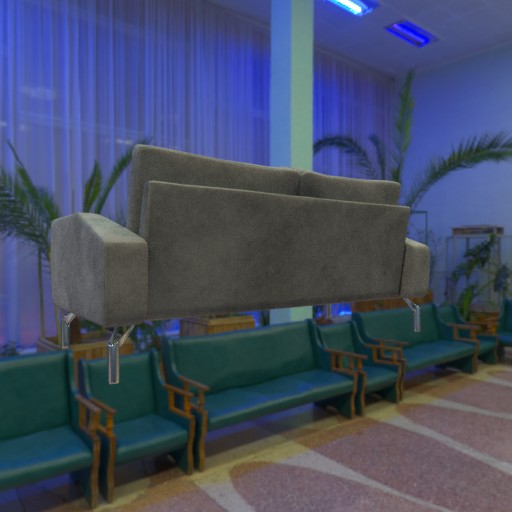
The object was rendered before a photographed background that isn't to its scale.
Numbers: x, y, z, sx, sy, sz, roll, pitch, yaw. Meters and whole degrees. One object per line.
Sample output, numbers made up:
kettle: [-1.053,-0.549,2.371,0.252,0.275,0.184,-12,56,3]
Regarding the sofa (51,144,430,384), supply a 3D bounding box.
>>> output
sofa: [0.000,0.000,2.318,1.837,0.859,0.849,0,0,-36]
